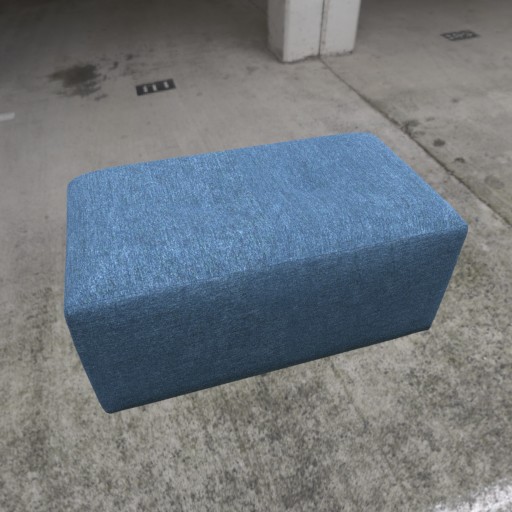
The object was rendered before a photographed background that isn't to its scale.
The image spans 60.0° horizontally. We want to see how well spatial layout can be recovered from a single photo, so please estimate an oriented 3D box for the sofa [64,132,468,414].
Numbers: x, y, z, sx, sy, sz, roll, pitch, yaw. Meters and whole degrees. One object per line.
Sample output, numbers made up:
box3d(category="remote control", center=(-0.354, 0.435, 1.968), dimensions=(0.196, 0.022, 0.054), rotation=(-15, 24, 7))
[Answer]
box3d(category="sofa", center=(0.000, 0.000, 1.216), dimensions=(0.930, 0.470, 0.480), rotation=(-11, 43, -12))
